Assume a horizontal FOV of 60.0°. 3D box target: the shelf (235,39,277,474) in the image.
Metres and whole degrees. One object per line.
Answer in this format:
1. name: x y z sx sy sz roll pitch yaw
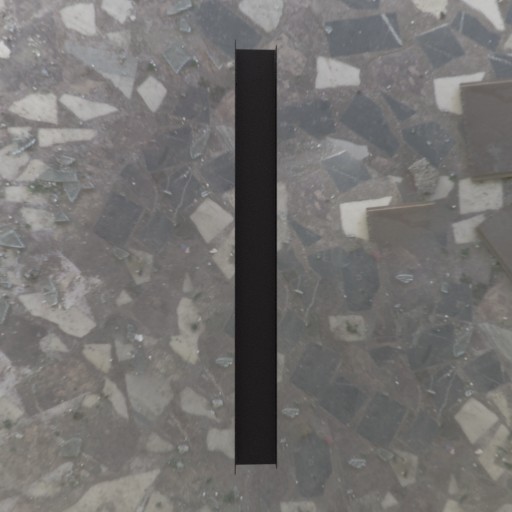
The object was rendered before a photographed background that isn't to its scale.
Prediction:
1. shelf: 0.000 0.000 0.964 0.092 0.049 0.924 0 89 -2
